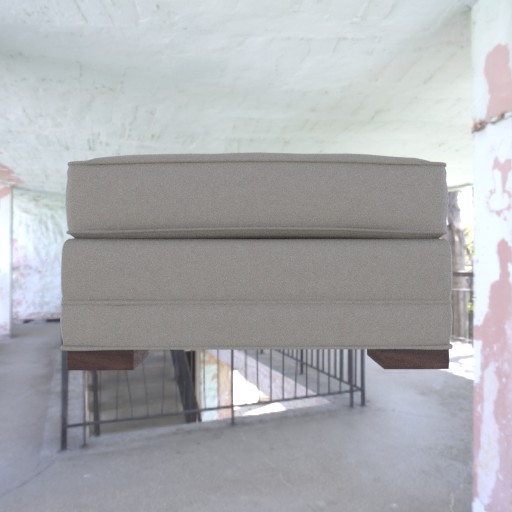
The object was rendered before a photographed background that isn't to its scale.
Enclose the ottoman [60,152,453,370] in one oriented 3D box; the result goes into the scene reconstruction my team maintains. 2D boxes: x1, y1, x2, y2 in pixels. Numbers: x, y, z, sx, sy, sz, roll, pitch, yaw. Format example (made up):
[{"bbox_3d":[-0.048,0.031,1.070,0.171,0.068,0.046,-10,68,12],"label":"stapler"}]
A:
[{"bbox_3d":[0.000,0.000,1.214,0.848,0.482,0.611,0,0,-1],"label":"ottoman"}]
